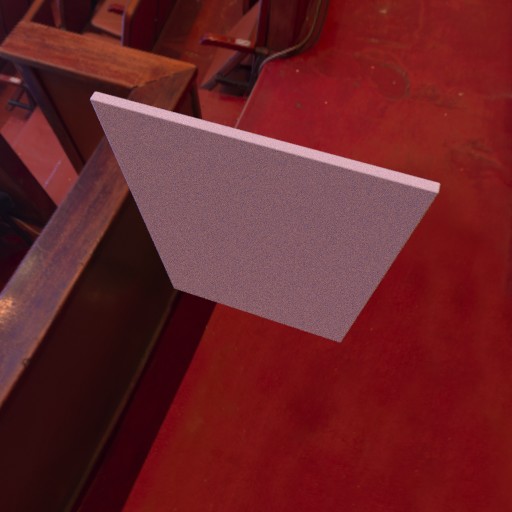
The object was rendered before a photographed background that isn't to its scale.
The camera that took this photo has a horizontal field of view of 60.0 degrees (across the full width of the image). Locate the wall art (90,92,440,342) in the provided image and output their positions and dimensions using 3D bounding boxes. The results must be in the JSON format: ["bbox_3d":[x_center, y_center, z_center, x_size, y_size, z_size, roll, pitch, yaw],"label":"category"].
[{"bbox_3d":[0.000,0.000,0.615,0.329,0.482,0.011,17,65,8],"label":"wall art"}]
